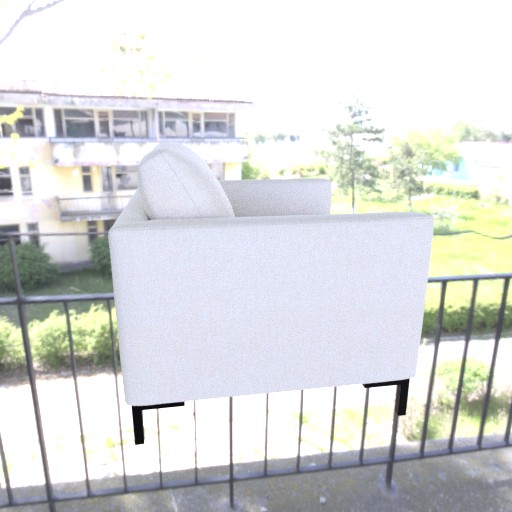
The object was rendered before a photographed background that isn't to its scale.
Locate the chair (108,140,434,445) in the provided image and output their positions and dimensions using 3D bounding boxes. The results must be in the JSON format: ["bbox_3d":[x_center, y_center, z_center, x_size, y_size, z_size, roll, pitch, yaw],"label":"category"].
[{"bbox_3d":[0.000,0.000,1.618,0.875,0.806,0.964,-3,16,-9],"label":"chair"}]
